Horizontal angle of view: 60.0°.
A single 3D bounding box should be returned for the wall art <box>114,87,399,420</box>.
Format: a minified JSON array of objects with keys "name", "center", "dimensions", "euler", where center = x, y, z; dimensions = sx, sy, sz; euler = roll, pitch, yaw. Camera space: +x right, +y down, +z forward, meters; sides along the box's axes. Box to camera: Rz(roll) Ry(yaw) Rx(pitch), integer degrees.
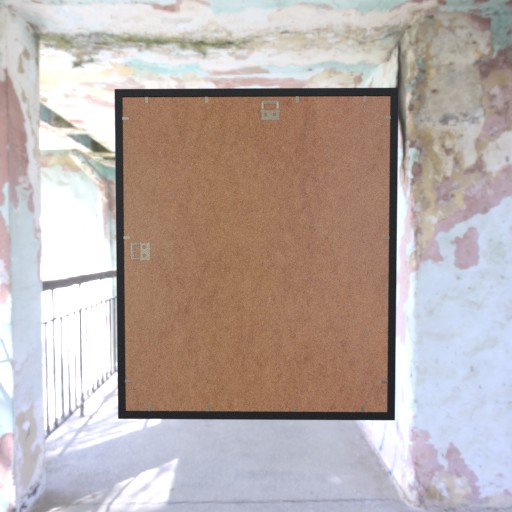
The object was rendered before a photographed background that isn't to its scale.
[{"name":"wall art","center":[0.000,0.000,0.891],"dimensions":[0.559,0.660,0.018],"euler":[0,2,1]}]
